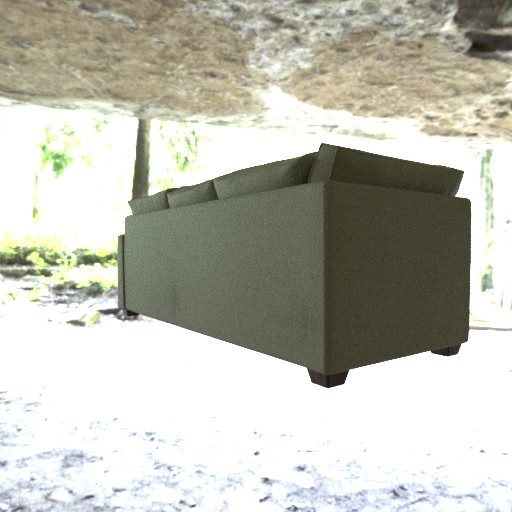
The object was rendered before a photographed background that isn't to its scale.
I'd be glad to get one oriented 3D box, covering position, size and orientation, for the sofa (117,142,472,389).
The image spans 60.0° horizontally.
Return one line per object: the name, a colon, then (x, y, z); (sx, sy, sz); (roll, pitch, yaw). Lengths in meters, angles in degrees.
sofa: (0.000, 0.000, 2.826); (1.053, 0.948, 2.323); (-1, 1, -35)
